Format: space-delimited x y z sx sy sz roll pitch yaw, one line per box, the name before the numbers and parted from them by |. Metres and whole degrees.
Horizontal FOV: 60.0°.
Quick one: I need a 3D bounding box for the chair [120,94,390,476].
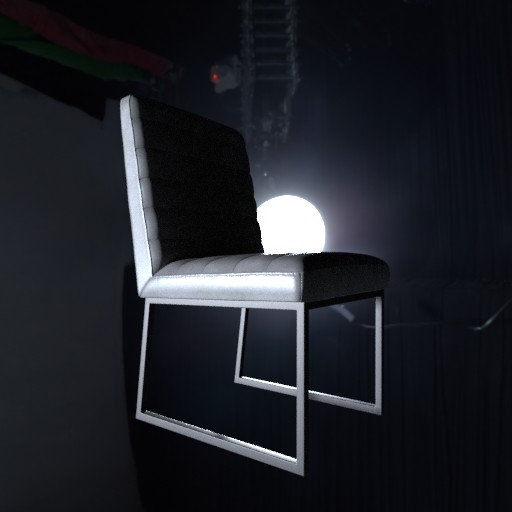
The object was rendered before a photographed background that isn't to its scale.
chair | 0.000 0.000 1.298 0.634 0.930 0.520 0 0 37
